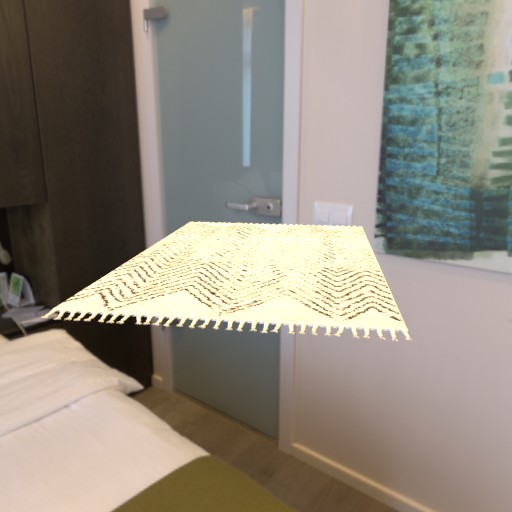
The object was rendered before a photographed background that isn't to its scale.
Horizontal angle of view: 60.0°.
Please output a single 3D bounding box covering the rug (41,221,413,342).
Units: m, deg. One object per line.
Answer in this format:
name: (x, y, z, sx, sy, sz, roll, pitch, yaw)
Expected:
rug: (0.000, 0.000, 2.297, 1.230, 0.014, 1.847, 2, 15, 8)
